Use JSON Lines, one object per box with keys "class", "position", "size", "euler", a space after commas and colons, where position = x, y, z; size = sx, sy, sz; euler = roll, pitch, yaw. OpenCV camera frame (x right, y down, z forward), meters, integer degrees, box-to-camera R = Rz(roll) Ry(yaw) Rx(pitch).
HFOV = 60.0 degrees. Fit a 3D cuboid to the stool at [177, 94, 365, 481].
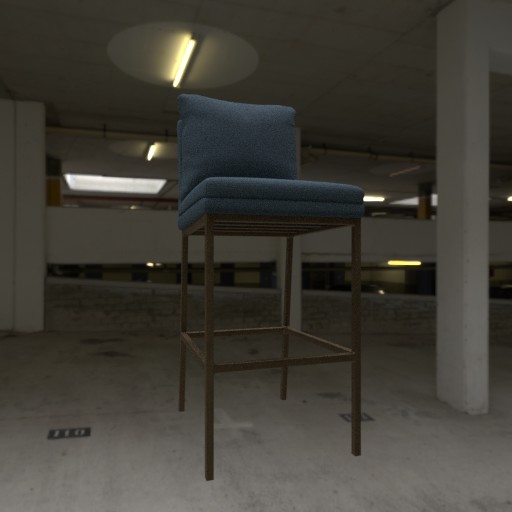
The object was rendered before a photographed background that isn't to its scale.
{"class": "stool", "position": [0.000, 0.000, 1.432], "size": [0.463, 1.124, 0.568], "euler": [0, 0, -19]}
